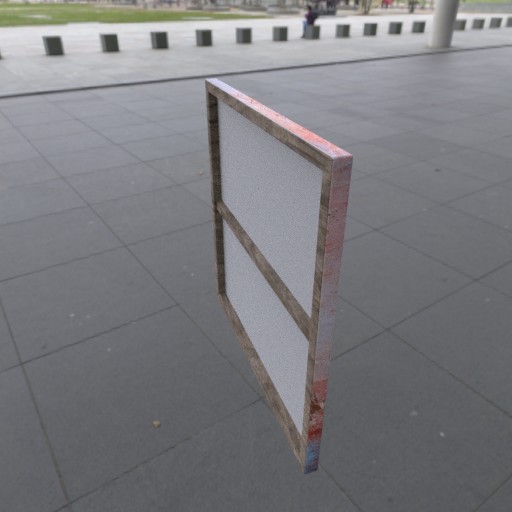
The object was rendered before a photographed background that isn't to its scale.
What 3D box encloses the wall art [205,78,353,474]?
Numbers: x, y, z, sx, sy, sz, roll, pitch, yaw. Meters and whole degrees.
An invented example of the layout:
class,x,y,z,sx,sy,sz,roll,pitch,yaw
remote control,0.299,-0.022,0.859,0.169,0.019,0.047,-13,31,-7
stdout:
class,x,y,z,sx,sy,sz,roll,pitch,yaw
wall art,0.000,0.000,1.134,0.035,0.747,0.747,-10,32,-17
